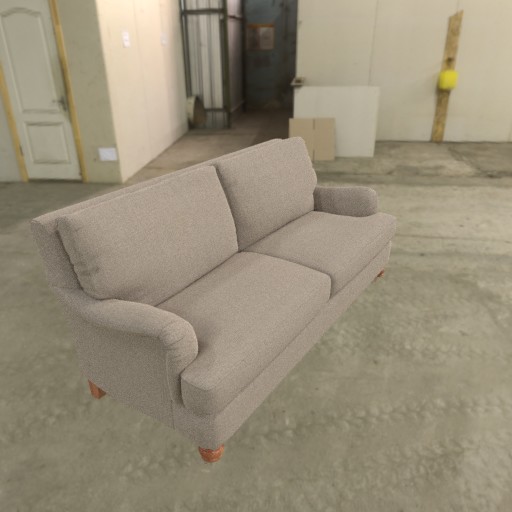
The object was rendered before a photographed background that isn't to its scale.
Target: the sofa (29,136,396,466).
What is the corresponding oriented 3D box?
[{"bbox_3d":[0.000,0.000,2.690,1.087,1.054,2.160,17,31,30],"label":"sofa"}]
